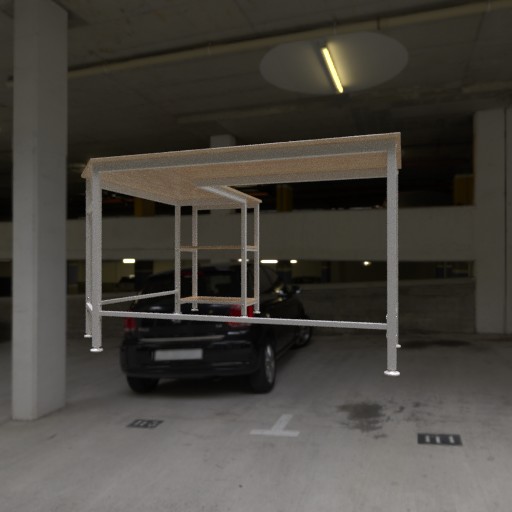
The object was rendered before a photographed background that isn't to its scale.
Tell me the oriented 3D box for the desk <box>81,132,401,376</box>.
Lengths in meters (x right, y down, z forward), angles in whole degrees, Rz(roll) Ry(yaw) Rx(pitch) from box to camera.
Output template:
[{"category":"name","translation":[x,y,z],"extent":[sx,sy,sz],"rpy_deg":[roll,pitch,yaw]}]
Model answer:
[{"category":"desk","translation":[0.000,0.000,2.211],"extent":[1.379,0.739,1.379],"rpy_deg":[0,0,18]}]
